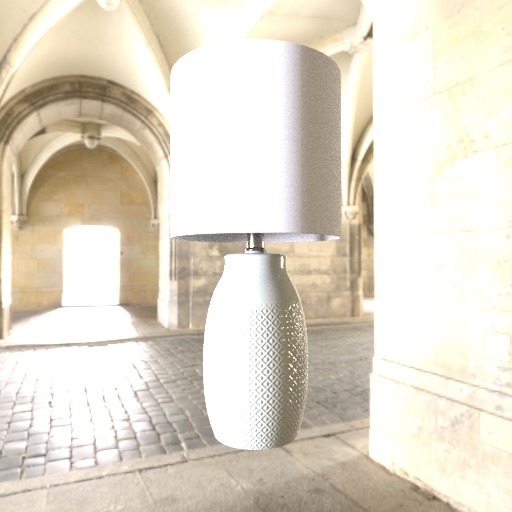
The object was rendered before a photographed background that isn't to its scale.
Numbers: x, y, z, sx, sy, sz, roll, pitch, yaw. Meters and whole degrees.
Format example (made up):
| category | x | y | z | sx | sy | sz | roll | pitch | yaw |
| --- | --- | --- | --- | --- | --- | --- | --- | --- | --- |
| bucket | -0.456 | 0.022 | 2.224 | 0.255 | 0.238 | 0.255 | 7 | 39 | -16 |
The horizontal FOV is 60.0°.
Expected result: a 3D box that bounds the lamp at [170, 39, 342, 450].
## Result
| category | x | y | z | sx | sy | sz | roll | pitch | yaw |
| --- | --- | --- | --- | --- | --- | --- | --- | --- | --- |
| lamp | 0.000 | 0.000 | 0.570 | 0.217 | 0.453 | 0.217 | 0 | -1 | 18 |
